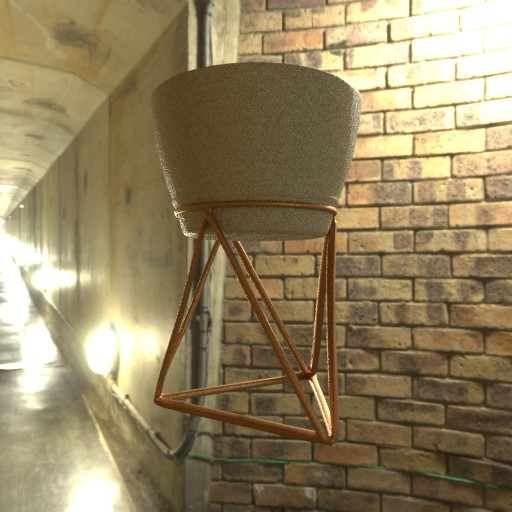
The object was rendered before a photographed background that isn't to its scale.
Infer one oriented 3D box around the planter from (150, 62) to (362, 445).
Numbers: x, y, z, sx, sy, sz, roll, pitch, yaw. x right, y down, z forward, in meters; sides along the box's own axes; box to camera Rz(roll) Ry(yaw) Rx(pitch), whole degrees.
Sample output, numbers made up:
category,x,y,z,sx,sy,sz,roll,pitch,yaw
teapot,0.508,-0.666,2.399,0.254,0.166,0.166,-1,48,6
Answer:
category,x,y,z,sx,sy,sz,roll,pitch,yaw
planter,0.000,0.000,0.751,0.350,0.504,0.350,0,-1,1
